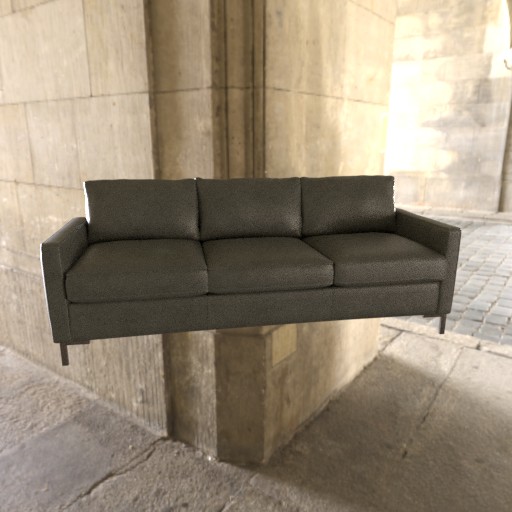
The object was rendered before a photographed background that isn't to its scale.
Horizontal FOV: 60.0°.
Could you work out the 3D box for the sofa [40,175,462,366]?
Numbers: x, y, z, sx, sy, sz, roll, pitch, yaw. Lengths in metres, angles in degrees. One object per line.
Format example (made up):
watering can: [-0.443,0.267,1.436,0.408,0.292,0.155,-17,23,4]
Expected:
sofa: [0.000,0.000,2.404,2.029,0.805,0.748,-3,15,-10]
